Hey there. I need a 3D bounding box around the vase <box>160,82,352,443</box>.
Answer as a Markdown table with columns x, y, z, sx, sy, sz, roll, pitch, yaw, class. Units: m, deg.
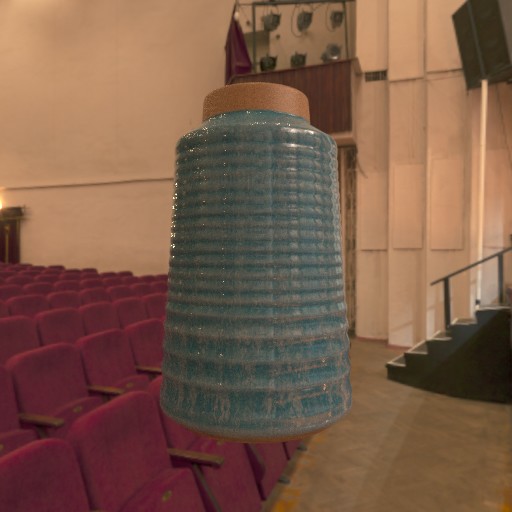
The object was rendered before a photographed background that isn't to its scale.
| x | y | z | sx | sy | sz | roll | pitch | yaw | class |
| --- | --- | --- | --- | --- | --- | --- | --- | --- | --- |
| 0.000 | 0.000 | 0.384 | 0.163 | 0.267 | 0.163 | 0 | 0 | 0 | vase |
